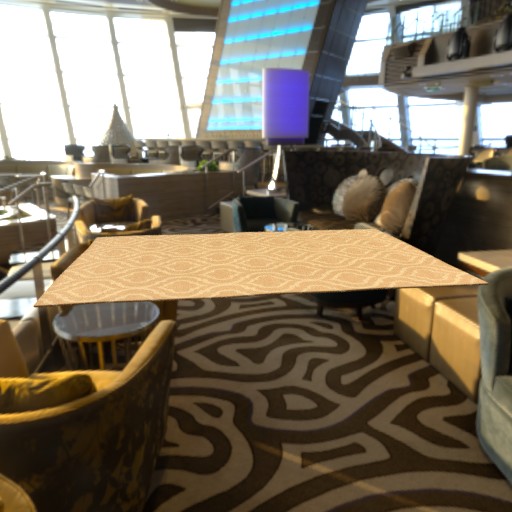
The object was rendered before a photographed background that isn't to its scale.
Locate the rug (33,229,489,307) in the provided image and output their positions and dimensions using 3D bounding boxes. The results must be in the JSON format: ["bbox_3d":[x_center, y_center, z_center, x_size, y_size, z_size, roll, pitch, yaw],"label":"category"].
[{"bbox_3d":[0.000,0.000,2.218,1.761,0.013,1.152,-2,15,-8],"label":"rug"}]
